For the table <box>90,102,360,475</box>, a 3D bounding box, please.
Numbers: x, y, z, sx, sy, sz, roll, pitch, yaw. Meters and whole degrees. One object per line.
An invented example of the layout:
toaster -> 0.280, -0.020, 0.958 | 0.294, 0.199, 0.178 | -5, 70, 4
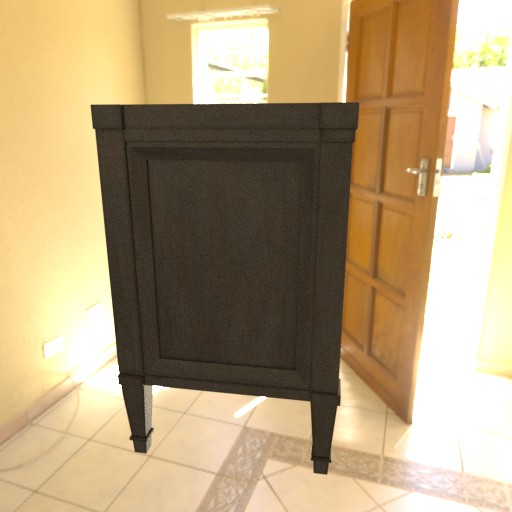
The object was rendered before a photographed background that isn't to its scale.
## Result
table -> 0.000, 0.000, 1.061 | 0.413, 0.660, 0.660 | 3, 16, 9
